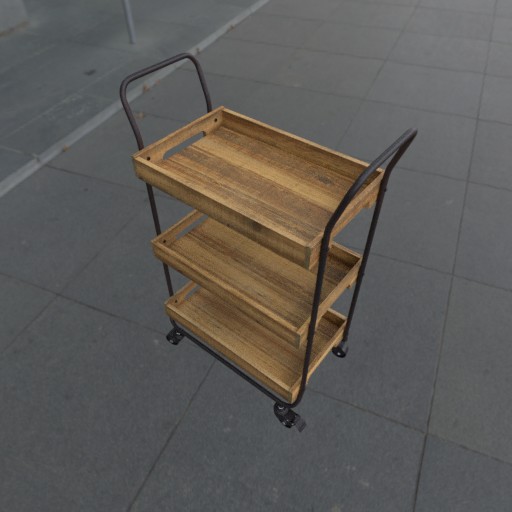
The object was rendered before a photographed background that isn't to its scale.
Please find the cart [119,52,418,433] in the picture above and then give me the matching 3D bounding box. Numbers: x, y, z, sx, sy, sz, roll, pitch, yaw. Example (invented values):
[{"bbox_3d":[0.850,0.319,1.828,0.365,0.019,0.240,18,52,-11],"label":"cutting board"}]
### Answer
[{"bbox_3d":[0.000,0.000,1.168,0.583,0.857,0.339,29,52,26],"label":"cart"}]
